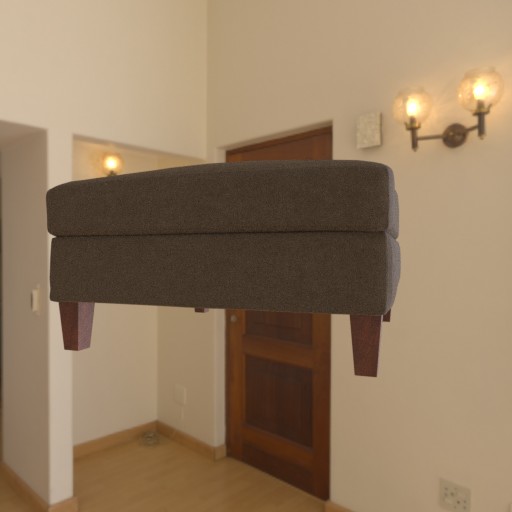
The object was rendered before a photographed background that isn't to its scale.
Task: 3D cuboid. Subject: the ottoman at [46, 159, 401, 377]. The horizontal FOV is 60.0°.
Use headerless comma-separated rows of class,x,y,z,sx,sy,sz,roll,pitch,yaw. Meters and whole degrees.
ottoman,0.000,0.000,1.399,0.861,0.482,0.881,0,1,19
